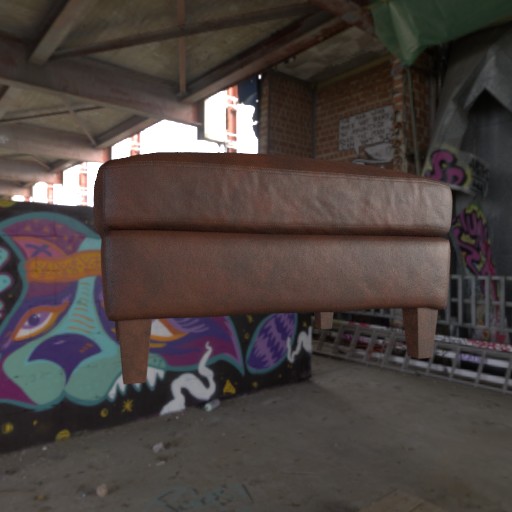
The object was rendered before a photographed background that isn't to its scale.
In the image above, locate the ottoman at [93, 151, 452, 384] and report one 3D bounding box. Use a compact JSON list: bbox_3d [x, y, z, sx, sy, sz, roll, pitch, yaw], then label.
[{"bbox_3d":[0.000,0.000,1.282,0.887,0.527,0.659,0,-1,-19],"label":"ottoman"}]
